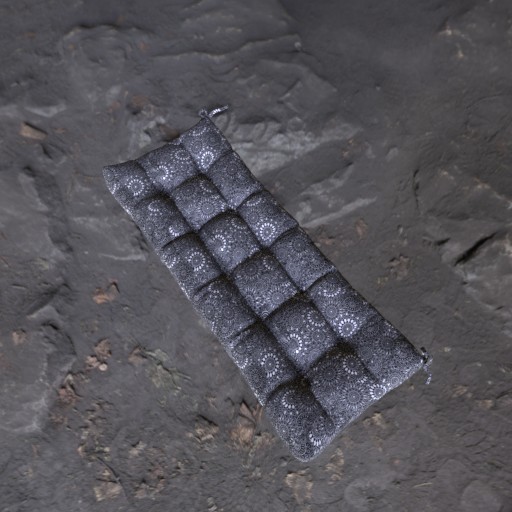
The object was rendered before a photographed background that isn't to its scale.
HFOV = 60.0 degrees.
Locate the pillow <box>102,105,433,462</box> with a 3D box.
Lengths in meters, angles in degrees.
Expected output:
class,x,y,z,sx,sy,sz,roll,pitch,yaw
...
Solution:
class,x,y,z,sx,sy,sz,roll,pitch,yaw
pillow,0.000,0.000,1.391,0.511,0.174,1.194,-33,67,-15
